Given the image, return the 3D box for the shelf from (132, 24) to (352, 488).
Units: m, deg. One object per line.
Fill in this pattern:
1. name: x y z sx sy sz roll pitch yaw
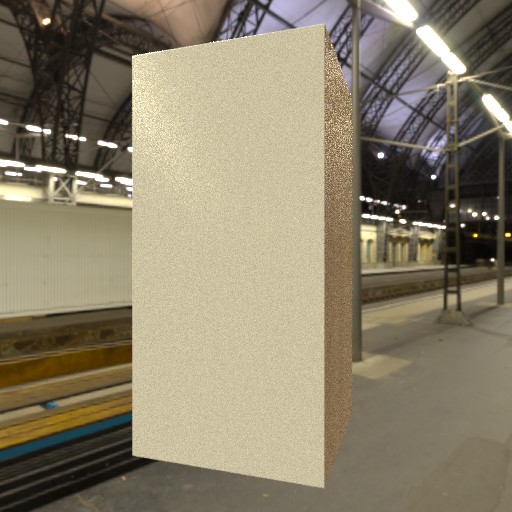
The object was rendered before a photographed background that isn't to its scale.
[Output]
1. shelf: 0.000 0.000 0.753 0.290 0.594 0.297 0 0 19
